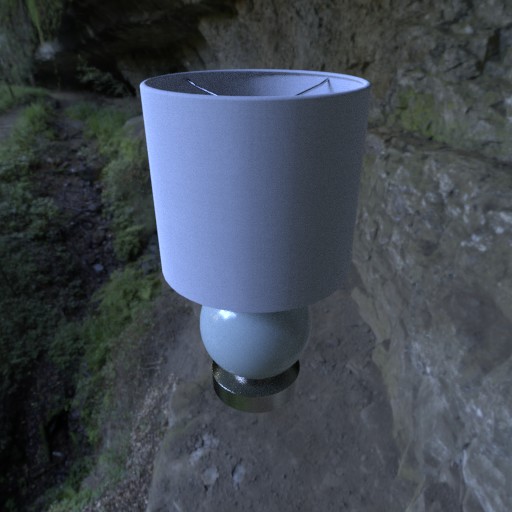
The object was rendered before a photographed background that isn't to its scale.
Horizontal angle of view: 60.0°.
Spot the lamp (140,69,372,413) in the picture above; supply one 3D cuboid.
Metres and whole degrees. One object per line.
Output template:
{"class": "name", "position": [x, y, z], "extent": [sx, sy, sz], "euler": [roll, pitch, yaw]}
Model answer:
{"class": "lamp", "position": [0.000, 0.000, 0.475], "extent": [0.201, 0.353, 0.201], "euler": [9, 29, 16]}
